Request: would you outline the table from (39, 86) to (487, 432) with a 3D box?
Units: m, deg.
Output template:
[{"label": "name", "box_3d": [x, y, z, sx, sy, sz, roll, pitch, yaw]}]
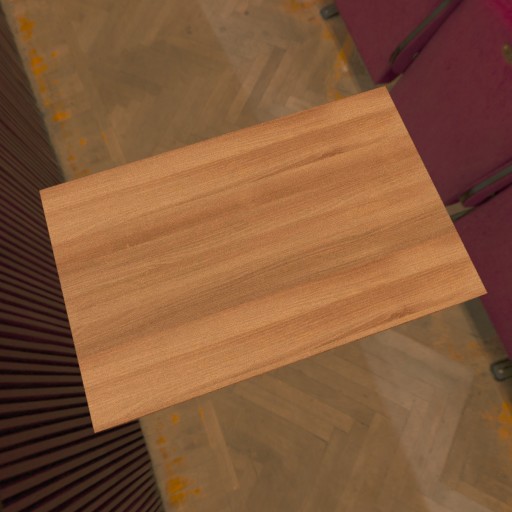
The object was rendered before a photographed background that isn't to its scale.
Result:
[{"label": "table", "box_3d": [0.000, 0.000, 1.414, 1.100, 0.330, 0.700, -18, 75, -5]}]
